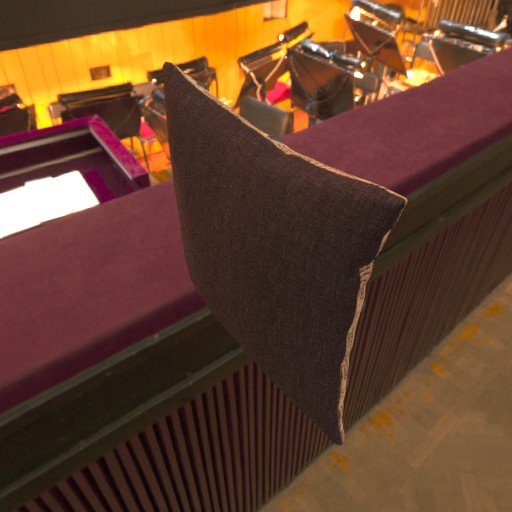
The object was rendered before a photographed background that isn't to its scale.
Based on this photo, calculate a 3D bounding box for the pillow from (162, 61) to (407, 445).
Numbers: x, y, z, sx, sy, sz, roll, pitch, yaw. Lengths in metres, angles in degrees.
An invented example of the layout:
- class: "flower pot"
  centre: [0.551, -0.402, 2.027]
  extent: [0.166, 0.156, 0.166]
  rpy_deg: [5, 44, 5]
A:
- class: "pillow"
  centre: [0.000, 0.000, 0.753]
  extent: [0.145, 0.510, 0.510]
  rpy_deg: [-26, 48, -26]
